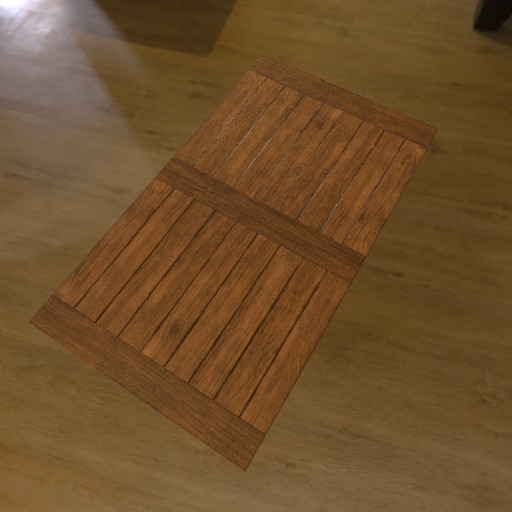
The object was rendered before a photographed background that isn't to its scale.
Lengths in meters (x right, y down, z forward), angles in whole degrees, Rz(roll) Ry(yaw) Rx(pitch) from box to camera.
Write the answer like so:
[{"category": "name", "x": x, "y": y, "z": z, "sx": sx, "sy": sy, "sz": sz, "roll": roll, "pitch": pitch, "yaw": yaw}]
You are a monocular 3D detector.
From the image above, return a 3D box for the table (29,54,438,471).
[{"category": "table", "x": 0.000, "y": 0.000, "z": 2.151, "sx": 0.931, "sy": 0.757, "sz": 1.641, "roll": 29, "pitch": 67, "yaw": 13}]
